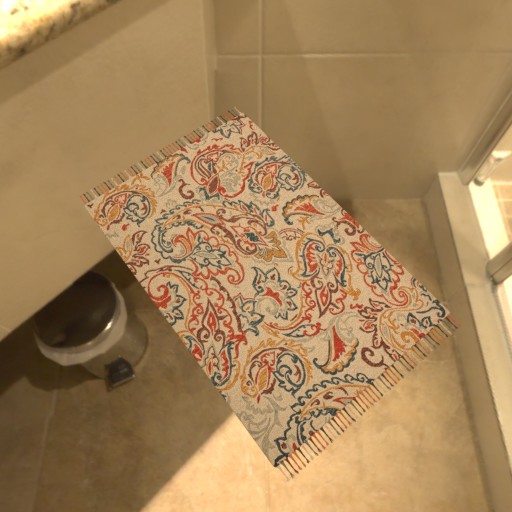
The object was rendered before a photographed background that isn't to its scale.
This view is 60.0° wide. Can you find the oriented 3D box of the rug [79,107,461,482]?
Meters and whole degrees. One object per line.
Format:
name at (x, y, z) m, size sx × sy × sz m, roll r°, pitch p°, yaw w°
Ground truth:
rug at (0.000, 0.000, 2.531) m, size 1.218 × 0.010 × 1.997 m, roll -35°, pitch 68°, yaw -16°
